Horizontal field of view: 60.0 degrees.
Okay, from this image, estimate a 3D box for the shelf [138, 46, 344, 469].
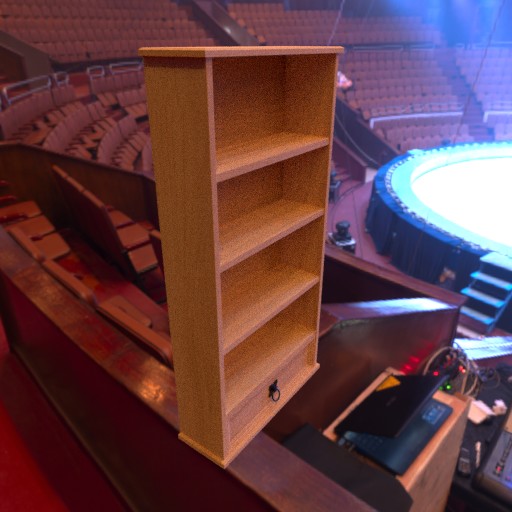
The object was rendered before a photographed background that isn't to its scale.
[{"bbox_3d":[0.000,0.000,1.207,0.175,1.030,0.520,18,31,33],"label":"shelf"}]
